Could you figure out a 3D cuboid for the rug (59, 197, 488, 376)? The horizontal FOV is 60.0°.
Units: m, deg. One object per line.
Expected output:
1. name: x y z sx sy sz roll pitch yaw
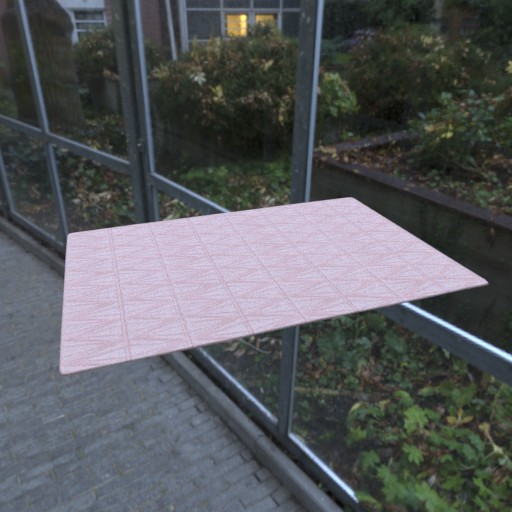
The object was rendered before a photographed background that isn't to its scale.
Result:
1. rug: 0.000 0.000 2.952 2.390 0.015 1.609 -9 29 -17
